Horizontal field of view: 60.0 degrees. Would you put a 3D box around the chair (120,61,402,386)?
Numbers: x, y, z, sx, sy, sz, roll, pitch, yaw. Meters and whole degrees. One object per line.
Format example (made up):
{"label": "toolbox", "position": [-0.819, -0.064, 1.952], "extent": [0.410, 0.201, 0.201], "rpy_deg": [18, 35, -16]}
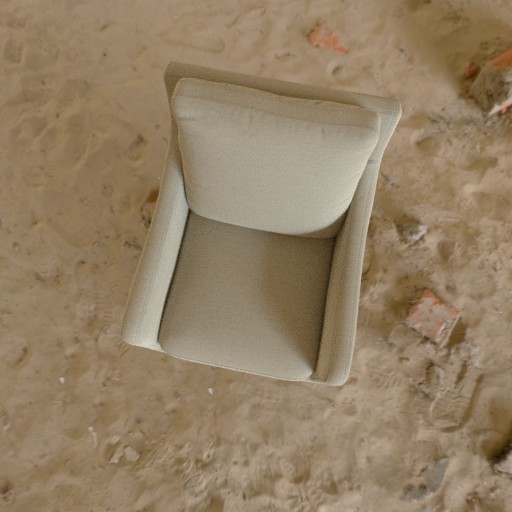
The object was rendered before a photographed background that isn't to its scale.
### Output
{"label": "chair", "position": [0.000, 0.000, 1.370], "extent": [0.626, 0.914, 0.694], "rpy_deg": [11, 75, 3]}
